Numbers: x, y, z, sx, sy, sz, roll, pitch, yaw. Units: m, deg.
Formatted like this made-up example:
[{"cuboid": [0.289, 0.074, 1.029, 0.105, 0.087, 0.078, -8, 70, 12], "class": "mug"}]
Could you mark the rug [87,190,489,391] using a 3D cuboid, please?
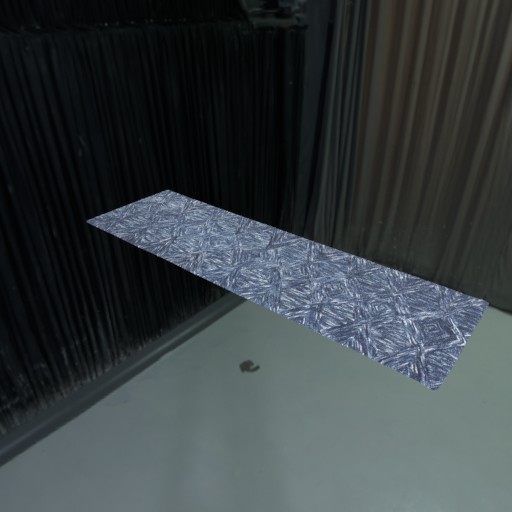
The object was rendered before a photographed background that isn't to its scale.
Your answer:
[{"cuboid": [0.000, 0.000, 2.508, 2.306, 0.013, 0.719, 22, 37, 33], "class": "rug"}]
